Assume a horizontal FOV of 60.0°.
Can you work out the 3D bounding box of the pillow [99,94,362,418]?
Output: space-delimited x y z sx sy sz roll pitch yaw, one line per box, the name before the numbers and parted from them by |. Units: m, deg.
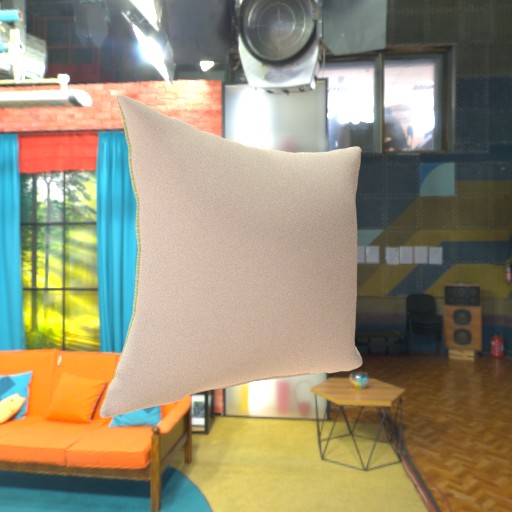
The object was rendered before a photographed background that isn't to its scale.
pillow | 0.000 0.000 0.813 0.560 0.487 0.229 0 -1 -35
